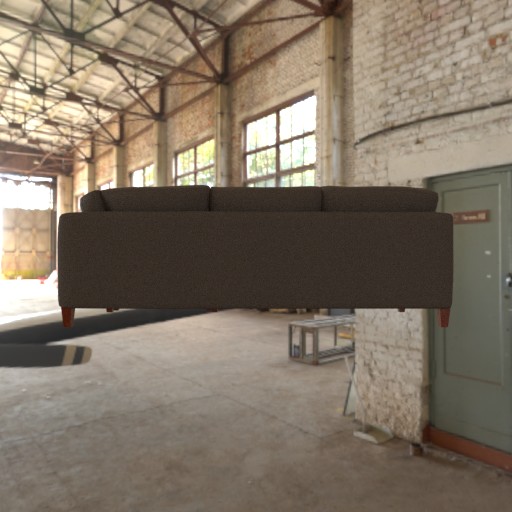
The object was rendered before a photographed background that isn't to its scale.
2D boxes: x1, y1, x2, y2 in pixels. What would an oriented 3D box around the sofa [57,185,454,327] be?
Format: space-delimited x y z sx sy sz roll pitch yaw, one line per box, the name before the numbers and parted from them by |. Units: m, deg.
sofa | 0.000 0.000 4.465 2.593 0.947 3.302 0 -1 0
